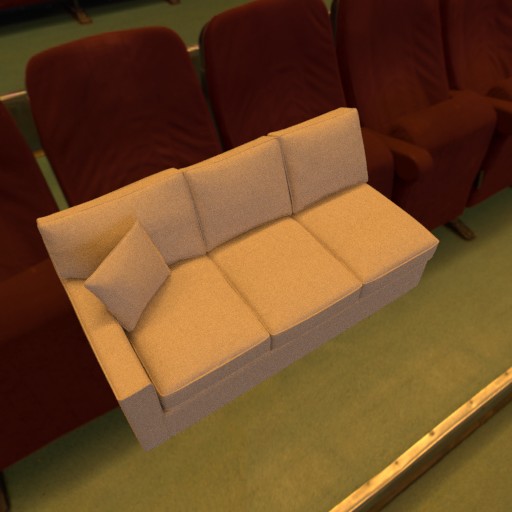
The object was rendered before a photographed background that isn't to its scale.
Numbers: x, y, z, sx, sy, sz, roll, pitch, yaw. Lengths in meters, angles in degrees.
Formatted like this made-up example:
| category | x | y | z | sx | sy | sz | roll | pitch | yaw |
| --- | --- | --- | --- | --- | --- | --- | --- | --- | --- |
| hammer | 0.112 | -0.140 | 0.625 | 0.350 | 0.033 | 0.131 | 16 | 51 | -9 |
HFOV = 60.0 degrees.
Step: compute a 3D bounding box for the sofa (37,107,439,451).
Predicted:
| category | x | y | z | sx | sy | sz | roll | pitch | yaw |
| --- | --- | --- | --- | --- | --- | --- | --- | --- | --- |
| sofa | 0.000 | 0.000 | 2.516 | 1.962 | 0.946 | 1.034 | -26 | 52 | -22 |
